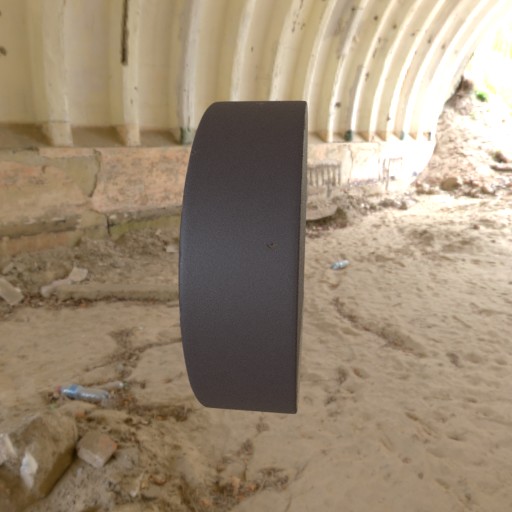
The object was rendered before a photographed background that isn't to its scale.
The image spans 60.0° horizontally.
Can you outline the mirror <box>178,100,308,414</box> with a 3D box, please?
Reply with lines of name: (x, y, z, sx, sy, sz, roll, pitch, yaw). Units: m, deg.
mirror: (0.000, 0.000, 0.585, 0.126, 0.386, 0.386, 2, 15, 7)
